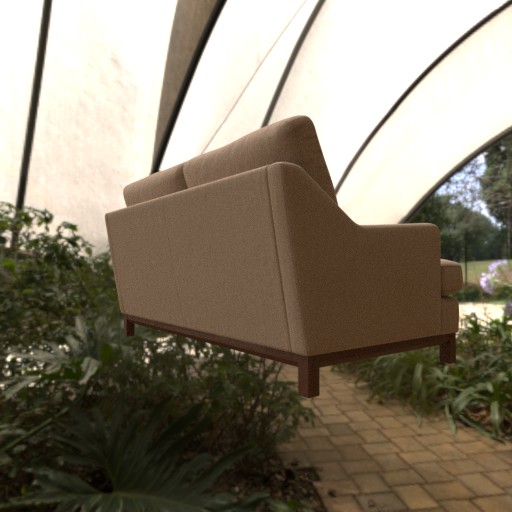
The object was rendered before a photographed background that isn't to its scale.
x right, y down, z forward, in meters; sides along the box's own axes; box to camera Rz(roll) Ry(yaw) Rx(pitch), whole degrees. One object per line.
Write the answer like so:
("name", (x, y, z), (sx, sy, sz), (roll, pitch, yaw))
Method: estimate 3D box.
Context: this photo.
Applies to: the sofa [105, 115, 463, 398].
("sofa", (0.000, 0.000, 2.206), (1.004, 0.910, 1.619), (1, -2, -37))
